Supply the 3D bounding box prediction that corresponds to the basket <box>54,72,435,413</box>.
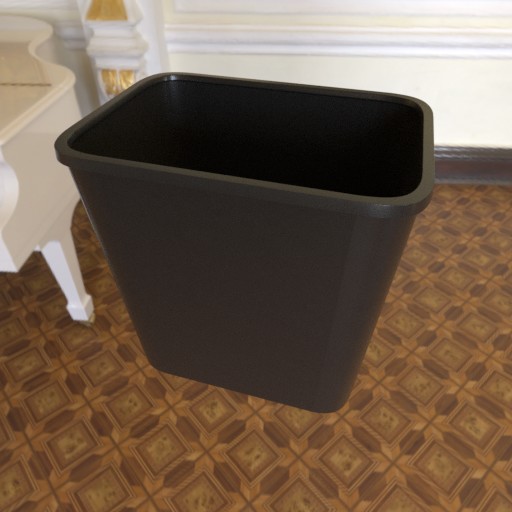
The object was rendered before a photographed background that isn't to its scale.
[{"bbox_3d":[0.000,0.000,0.485,0.300,0.307,0.211,11,41,13],"label":"basket"}]
